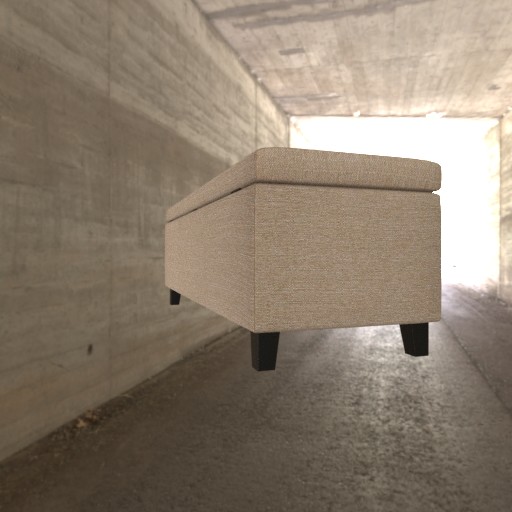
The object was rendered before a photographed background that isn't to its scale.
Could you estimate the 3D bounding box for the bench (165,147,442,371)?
[{"bbox_3d":[0.000,0.000,1.482,0.446,0.438,1.269,0,0,-19],"label":"bench"}]
